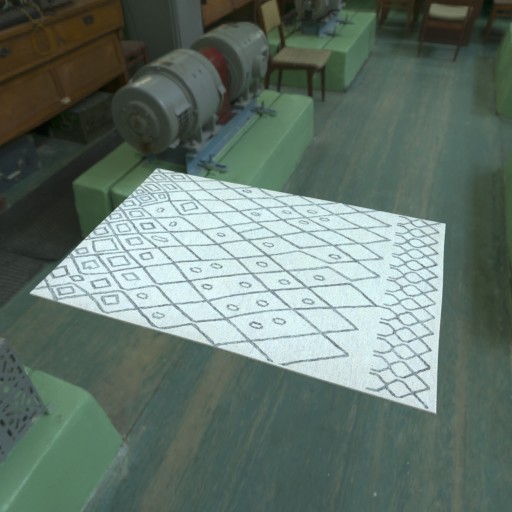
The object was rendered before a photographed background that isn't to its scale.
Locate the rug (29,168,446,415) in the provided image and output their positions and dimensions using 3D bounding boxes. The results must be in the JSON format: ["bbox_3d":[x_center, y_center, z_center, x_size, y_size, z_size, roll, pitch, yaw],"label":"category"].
[{"bbox_3d":[0.000,0.000,2.283,1.828,0.015,1.222,13,43,15],"label":"rug"}]
